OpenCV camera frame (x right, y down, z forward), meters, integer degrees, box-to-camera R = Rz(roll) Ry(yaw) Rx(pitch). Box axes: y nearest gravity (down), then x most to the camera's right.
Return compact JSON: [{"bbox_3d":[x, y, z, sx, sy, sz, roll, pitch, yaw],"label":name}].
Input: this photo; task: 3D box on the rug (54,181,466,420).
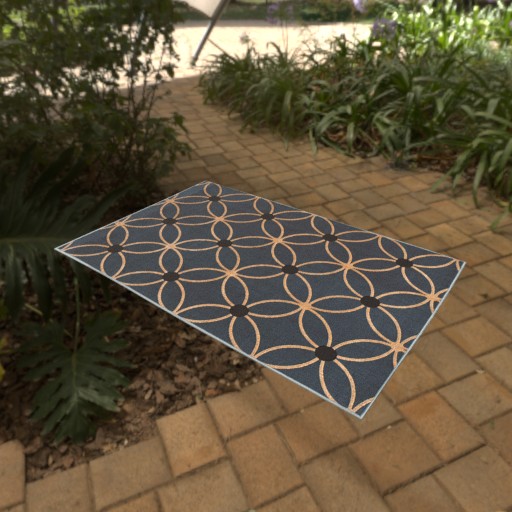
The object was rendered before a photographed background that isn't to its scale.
[{"bbox_3d":[0.000,0.000,2.929,2.284,0.008,1.522,22,38,31],"label":"rug"}]
